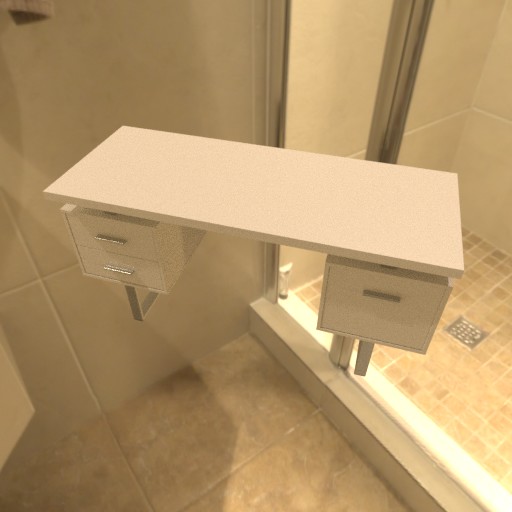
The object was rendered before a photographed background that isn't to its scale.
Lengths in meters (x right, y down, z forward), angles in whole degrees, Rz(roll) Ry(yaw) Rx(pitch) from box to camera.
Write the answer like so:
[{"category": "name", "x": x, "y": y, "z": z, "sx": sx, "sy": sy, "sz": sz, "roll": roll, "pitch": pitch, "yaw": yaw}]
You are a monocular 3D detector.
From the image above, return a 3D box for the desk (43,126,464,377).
[{"category": "desk", "x": 0.000, "y": 0.000, "z": 2.002, "sx": 1.530, "sy": 0.773, "sz": 0.603, "roll": 11, "pitch": 42, "yaw": 13}]
